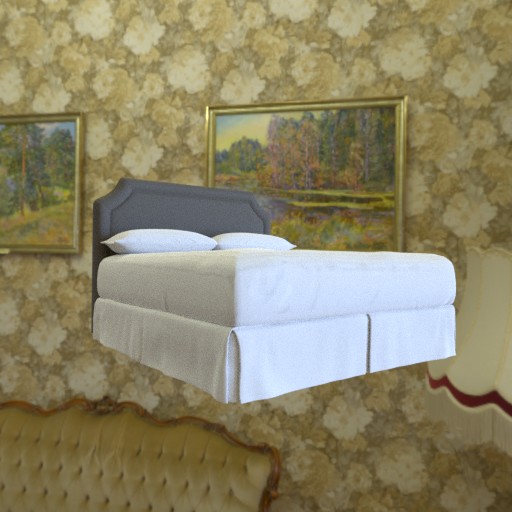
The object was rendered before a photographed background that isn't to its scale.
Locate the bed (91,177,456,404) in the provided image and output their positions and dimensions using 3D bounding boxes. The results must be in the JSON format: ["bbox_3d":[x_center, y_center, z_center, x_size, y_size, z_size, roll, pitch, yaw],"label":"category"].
[{"bbox_3d":[0.000,0.000,3.858,2.194,1.561,2.536,0,-1,-36],"label":"bed"}]
